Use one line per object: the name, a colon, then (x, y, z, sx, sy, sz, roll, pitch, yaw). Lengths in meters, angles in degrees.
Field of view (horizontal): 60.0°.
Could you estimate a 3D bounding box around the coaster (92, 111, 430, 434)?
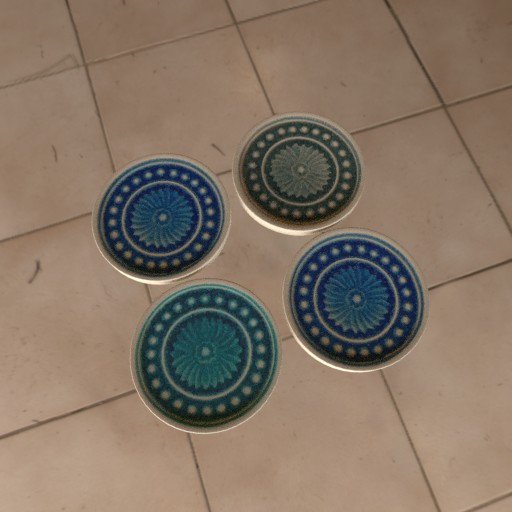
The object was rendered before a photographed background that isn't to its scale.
coaster: (0.000, 0.000, 0.340, 0.224, 0.010, 0.220, -19, 73, -6)
